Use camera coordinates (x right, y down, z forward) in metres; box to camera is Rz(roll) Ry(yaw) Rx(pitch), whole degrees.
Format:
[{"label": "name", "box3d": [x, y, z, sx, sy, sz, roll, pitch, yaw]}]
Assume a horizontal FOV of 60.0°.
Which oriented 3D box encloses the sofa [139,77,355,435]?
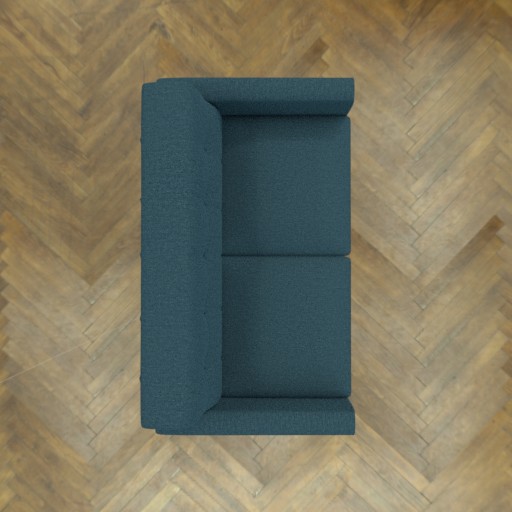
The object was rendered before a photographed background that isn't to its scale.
[{"label": "sofa", "box3d": [0.000, 0.000, 2.181, 0.942, 0.896, 1.651, 0, 89, 1]}]
